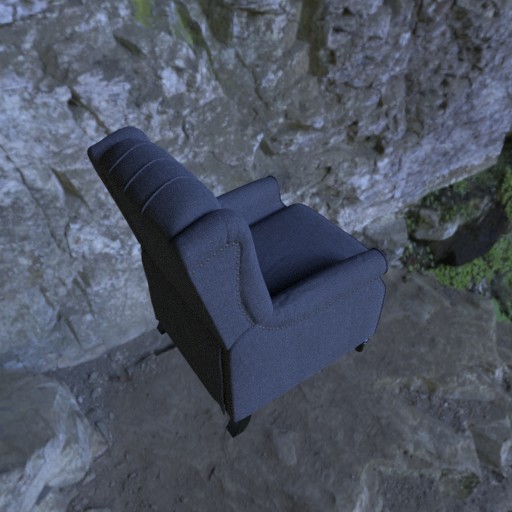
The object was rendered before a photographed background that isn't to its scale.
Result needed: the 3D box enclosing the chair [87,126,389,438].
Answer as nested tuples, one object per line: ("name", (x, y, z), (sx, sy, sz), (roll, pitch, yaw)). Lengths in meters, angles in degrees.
("chair", (0.000, 0.000, 1.707), (0.898, 1.035, 0.742), (-25, 46, -26))
